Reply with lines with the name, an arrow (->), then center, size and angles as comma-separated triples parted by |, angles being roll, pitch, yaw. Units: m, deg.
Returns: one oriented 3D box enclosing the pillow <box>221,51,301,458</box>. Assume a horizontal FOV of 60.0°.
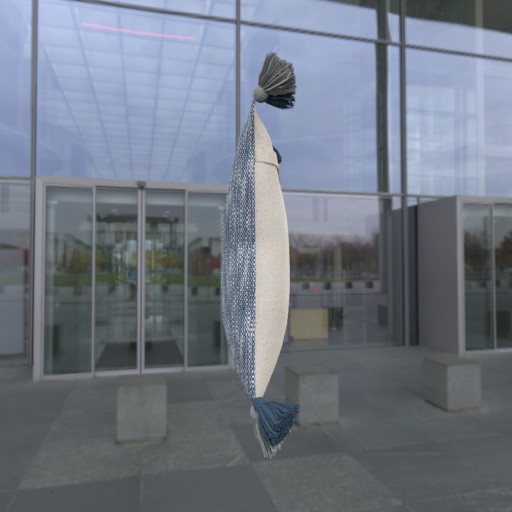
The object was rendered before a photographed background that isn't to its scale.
pillow -> 0.000, 0.000, 0.935 | 0.138, 0.634, 0.614 | 0, -2, 0
